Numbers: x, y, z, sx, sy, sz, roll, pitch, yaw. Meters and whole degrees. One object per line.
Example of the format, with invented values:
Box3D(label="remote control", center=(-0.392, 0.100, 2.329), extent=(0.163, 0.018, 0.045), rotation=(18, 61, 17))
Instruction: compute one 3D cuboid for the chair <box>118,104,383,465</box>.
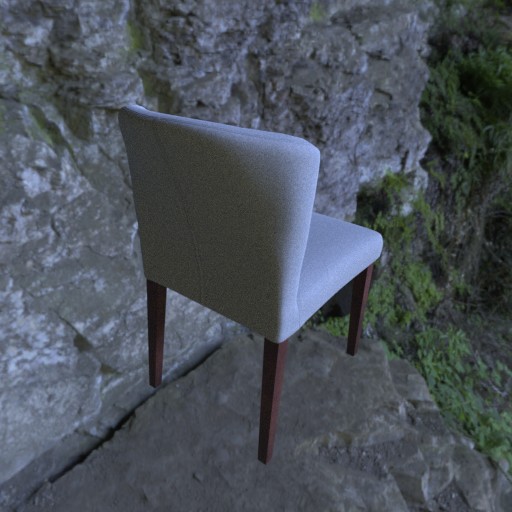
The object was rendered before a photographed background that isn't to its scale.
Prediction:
Box3D(label="chair", center=(0.000, 0.000, 1.190), extent=(0.491, 0.839, 0.592), rotation=(21, 36, 32))
